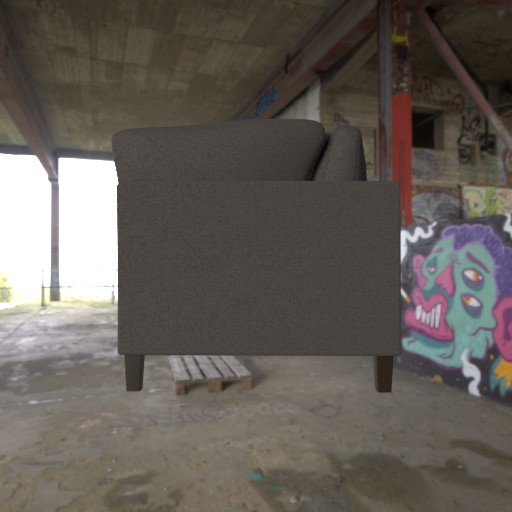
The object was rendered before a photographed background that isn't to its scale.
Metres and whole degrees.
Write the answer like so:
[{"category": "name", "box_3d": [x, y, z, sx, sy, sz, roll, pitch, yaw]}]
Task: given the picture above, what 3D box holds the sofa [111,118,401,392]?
[{"category": "sofa", "box_3d": [0.000, 0.000, 2.291, 0.969, 0.920, 1.751, 0, -1, 1]}]
